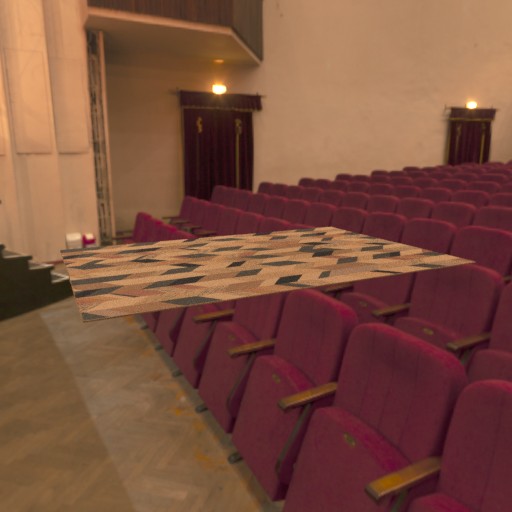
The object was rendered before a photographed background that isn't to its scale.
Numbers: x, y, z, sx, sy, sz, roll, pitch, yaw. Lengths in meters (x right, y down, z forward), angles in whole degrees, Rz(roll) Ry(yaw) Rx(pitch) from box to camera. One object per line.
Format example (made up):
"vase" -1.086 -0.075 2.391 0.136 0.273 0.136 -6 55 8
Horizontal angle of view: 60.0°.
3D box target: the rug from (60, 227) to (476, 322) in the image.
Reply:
"rug" 0.000 0.000 2.303 1.813 0.006 1.202 -6 14 -26
